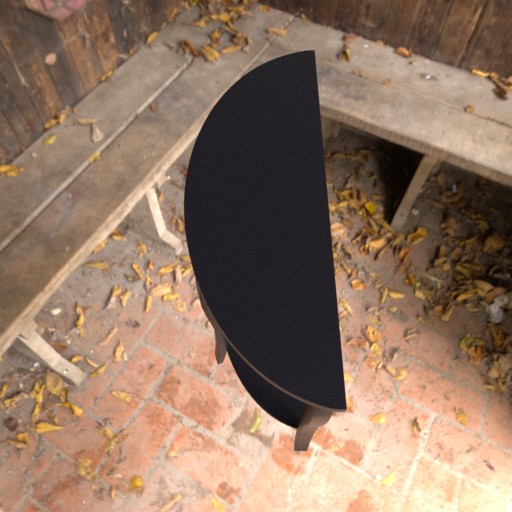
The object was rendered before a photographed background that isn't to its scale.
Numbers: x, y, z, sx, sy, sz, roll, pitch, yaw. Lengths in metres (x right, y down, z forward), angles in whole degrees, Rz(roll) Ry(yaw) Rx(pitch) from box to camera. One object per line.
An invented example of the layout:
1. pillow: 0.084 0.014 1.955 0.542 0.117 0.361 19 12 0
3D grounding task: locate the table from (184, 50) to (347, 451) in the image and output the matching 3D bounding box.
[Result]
1. table: 0.000 0.000 1.566 0.394 0.780 1.219 1 58 0
